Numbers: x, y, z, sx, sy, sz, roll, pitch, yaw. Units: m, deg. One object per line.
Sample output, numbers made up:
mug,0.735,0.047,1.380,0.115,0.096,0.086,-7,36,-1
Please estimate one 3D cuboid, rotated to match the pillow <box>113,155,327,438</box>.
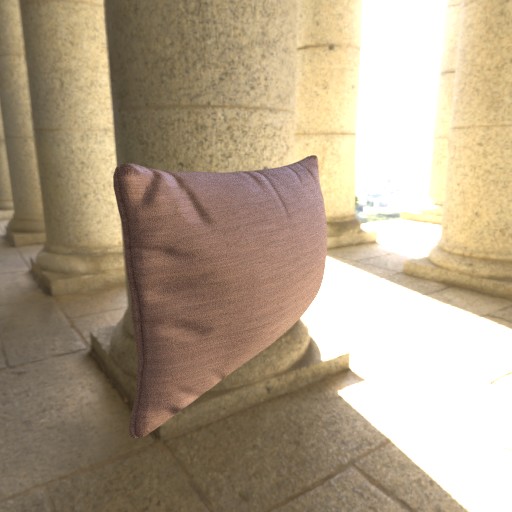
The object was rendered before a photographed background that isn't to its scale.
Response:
pillow,0.000,0.000,0.781,0.210,0.338,0.633,7,15,26
